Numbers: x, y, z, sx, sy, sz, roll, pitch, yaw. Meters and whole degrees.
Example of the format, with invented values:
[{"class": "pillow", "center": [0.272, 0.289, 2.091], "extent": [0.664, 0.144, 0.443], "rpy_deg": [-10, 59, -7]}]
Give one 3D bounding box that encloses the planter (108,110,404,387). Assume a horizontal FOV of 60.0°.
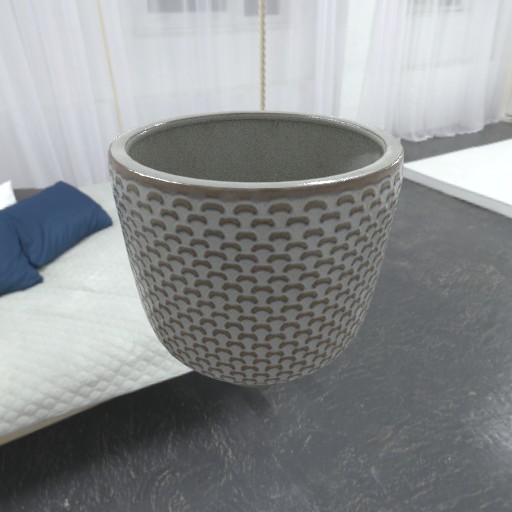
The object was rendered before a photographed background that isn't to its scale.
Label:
[{"class": "planter", "center": [0.000, 0.000, 0.244], "extent": [0.139, 0.130, 0.139], "rpy_deg": [0, 29, 0]}]
